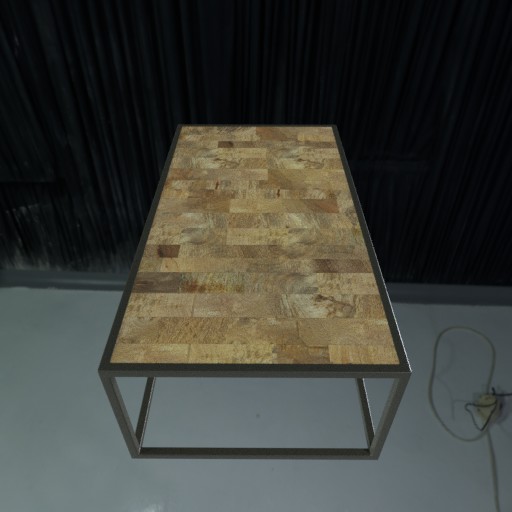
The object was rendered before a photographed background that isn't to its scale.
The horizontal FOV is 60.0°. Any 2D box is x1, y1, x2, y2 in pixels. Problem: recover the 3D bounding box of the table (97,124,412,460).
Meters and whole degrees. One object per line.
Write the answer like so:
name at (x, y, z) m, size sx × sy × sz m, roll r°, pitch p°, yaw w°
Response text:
table at (0.000, 0.000, 1.497) m, size 0.649 × 0.398 × 1.199 m, roll 0°, pitch 41°, yaw 0°
